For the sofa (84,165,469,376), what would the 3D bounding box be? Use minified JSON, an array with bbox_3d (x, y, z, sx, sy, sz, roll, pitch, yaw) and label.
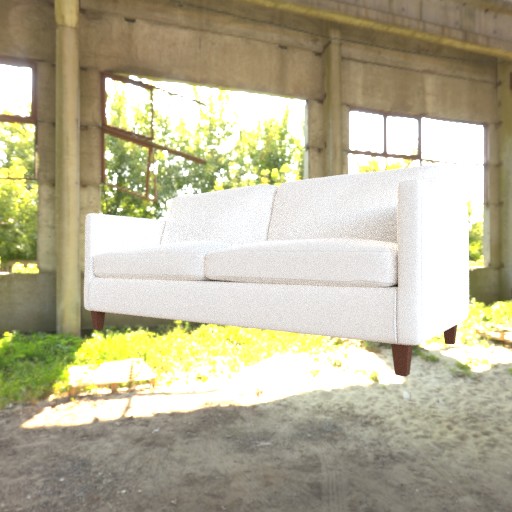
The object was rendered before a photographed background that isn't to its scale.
[{"bbox_3d":[0.000,0.000,2.591,2.139,0.933,0.924,-1,-1,36],"label":"sofa"}]
